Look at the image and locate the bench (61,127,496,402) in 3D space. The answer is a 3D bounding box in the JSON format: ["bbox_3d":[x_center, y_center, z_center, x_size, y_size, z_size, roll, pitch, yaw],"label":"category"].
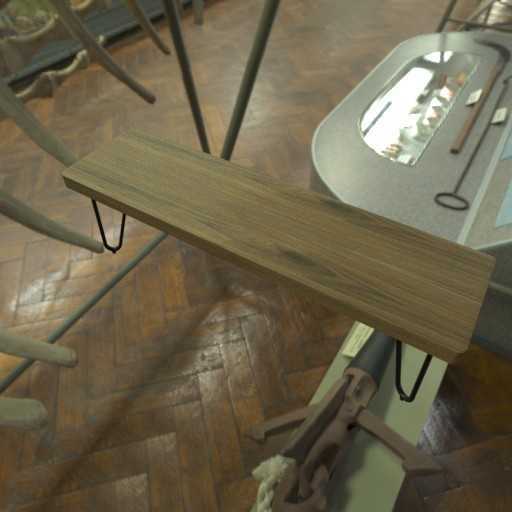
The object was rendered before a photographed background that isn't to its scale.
[{"bbox_3d":[0.000,0.000,1.754,1.570,0.462,0.425,24,51,21],"label":"bench"}]
